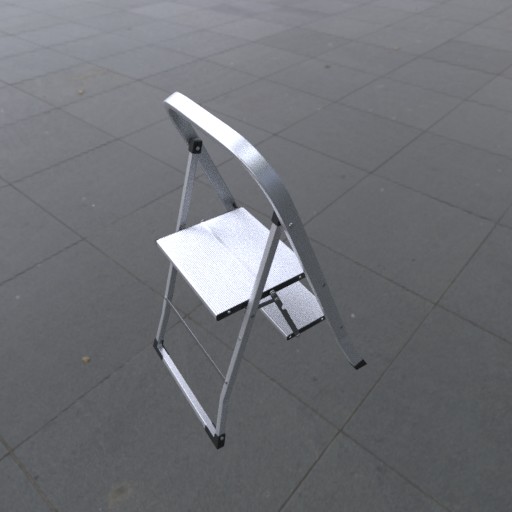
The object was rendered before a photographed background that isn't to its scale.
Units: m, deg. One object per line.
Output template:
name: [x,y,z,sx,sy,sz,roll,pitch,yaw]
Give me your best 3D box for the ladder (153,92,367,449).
ladder: [0.000,0.000,1.153,0.530,0.830,0.465,-24,47,-25]
